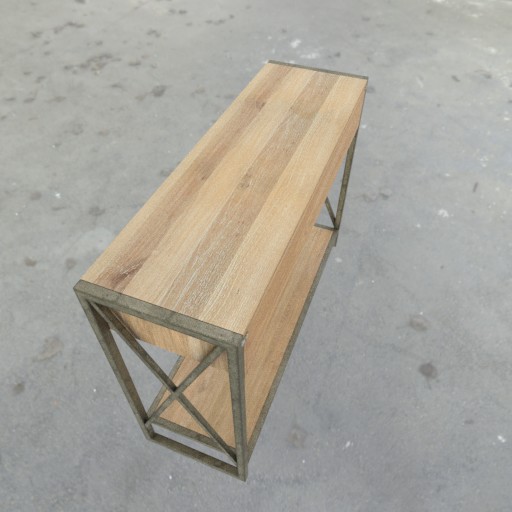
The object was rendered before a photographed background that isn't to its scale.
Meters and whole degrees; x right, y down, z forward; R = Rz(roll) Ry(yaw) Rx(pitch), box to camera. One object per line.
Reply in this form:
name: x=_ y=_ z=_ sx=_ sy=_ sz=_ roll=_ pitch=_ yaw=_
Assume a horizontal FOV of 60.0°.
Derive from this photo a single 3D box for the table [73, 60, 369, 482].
table: x=0.000 y=0.000 z=1.406 sx=0.361 sy=0.763 sz=1.059 roll=16 pitch=49 yaw=14
